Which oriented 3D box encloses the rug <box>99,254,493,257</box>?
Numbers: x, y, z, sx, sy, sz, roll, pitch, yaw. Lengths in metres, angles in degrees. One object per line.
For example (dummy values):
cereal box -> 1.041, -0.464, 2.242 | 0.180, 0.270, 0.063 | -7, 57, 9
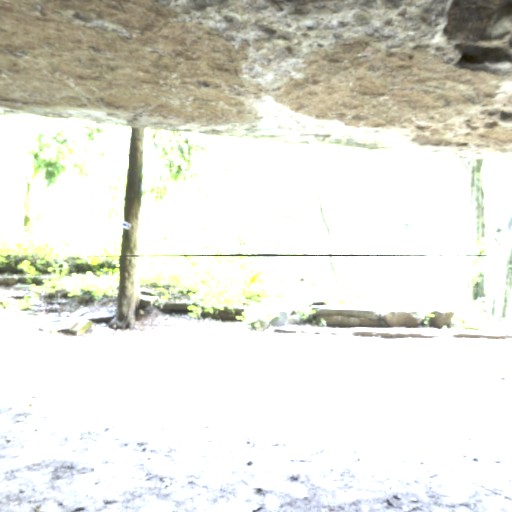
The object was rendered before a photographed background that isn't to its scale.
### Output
rug -> 0.000, 0.000, 2.295 | 1.217, 0.005, 1.818 | 0, 0, -36
